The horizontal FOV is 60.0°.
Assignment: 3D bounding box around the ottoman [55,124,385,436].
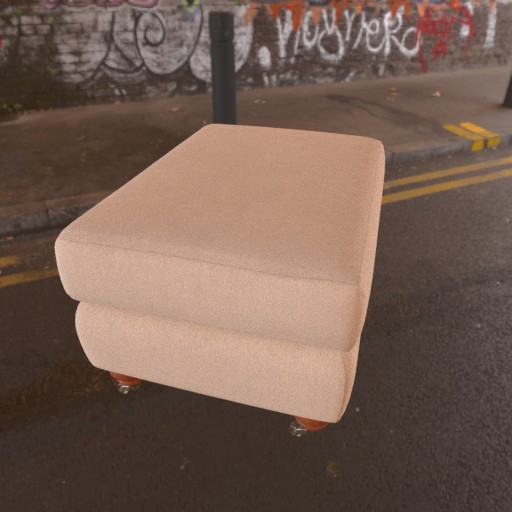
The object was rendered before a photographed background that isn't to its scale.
[{"bbox_3d":[0.000,0.000,1.126,0.569,0.499,0.773,9,33,14],"label":"ottoman"}]
